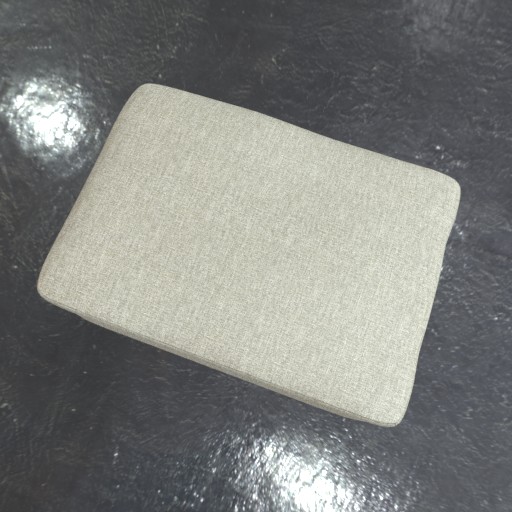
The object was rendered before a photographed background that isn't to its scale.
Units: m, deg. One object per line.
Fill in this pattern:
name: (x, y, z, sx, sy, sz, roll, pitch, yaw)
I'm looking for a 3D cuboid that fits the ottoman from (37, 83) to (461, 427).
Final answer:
ottoman: (0.000, 0.000, 1.220, 0.873, 0.494, 0.639, 19, 75, 5)
